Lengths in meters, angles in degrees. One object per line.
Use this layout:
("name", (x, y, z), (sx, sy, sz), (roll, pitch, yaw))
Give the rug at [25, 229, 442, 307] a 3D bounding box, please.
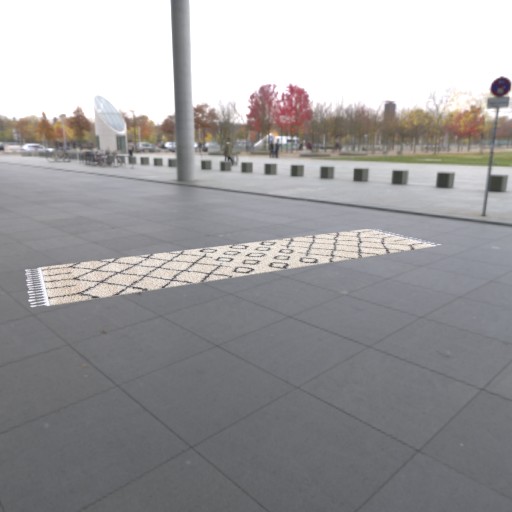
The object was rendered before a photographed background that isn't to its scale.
("rug", (0.000, 0.000, 2.660), (2.464, 0.005, 0.660), (-8, 16, -27))
